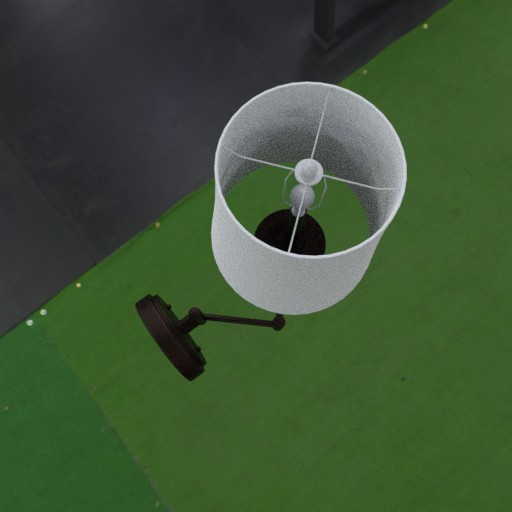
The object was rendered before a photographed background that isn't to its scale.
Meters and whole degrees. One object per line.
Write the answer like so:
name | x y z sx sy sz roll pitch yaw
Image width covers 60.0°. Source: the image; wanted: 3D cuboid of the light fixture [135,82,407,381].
light fixture | 0.000 0.000 0.261 0.157 0.172 0.100 -36 79 -8
